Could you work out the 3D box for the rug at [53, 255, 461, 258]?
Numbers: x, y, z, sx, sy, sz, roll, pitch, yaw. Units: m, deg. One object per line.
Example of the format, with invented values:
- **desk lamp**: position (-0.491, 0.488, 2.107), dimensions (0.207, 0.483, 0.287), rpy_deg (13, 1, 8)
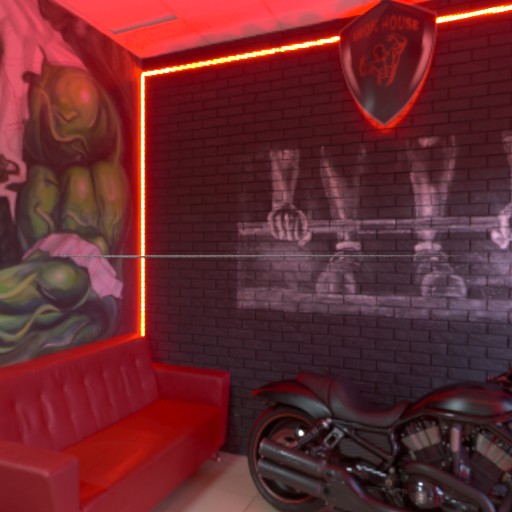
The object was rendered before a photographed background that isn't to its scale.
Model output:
- **rug**: position (0.000, 0.000, 5.291), dimensions (3.957, 0.011, 2.894), rpy_deg (0, 0, -35)
